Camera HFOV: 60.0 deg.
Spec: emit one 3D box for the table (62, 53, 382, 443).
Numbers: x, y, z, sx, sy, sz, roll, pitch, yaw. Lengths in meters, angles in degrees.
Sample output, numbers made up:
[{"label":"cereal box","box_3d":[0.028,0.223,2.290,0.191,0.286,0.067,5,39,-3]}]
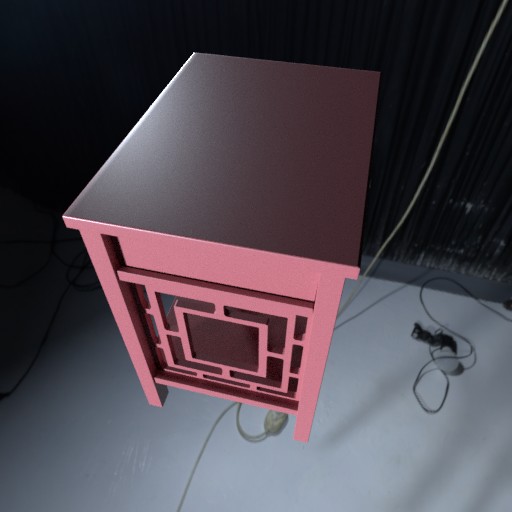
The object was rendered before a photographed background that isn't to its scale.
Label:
[{"label":"table","box_3d":[0.000,0.000,1.074,0.451,0.686,0.599,10,48,9]}]
